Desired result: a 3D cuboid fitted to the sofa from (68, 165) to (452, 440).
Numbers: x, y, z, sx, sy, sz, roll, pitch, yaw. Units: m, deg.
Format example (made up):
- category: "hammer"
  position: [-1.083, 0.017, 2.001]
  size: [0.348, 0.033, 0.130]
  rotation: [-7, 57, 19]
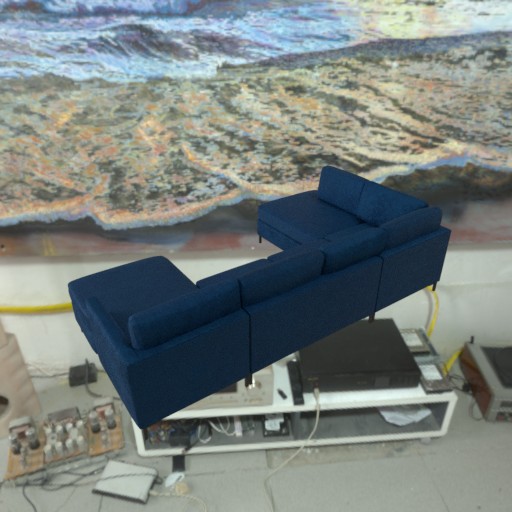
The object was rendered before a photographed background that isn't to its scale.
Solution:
- category: "sofa"
  position: [0.000, 0.000, 4.453]
  size: [3.434, 0.992, 2.055]
  rotation: [-19, 34, -30]
